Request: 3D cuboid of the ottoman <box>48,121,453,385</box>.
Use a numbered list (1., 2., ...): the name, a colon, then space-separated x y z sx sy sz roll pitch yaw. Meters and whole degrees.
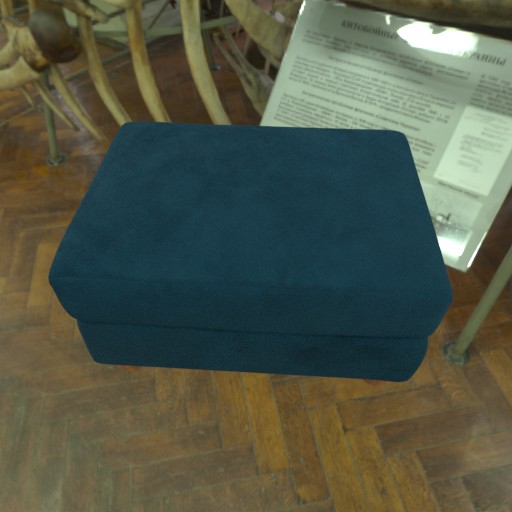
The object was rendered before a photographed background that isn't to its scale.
1. ottoman: 0.000 0.000 1.133 0.773 0.503 0.572 3 47 2
